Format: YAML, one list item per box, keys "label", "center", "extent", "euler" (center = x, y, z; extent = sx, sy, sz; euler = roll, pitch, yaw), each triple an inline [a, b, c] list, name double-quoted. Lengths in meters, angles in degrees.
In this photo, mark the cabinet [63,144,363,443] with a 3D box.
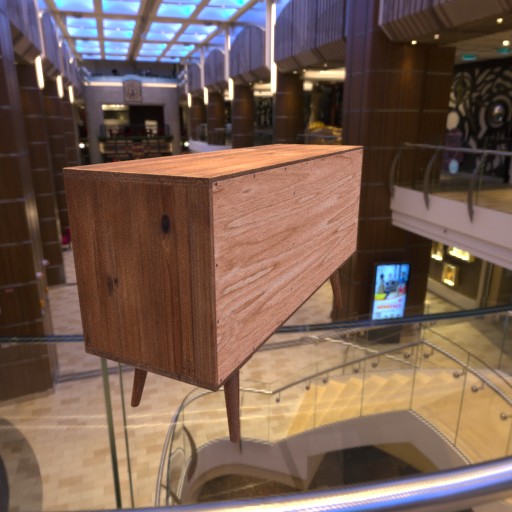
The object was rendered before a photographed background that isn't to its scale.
- label: "cabinet"
  center: [0.000, 0.000, 1.774]
  extent: [0.472, 0.800, 1.400]
  euler: [8, 19, 25]
